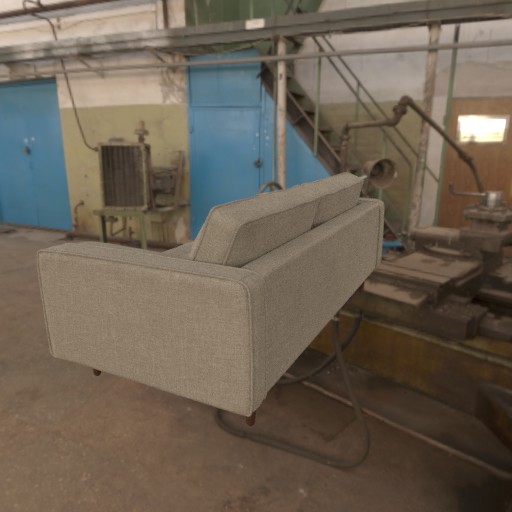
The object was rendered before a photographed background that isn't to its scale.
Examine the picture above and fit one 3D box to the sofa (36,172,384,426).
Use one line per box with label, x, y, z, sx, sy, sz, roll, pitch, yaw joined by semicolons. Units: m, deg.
sofa;0.000;0.000;2.273;0.914;0.762;1.879;8;17;26
